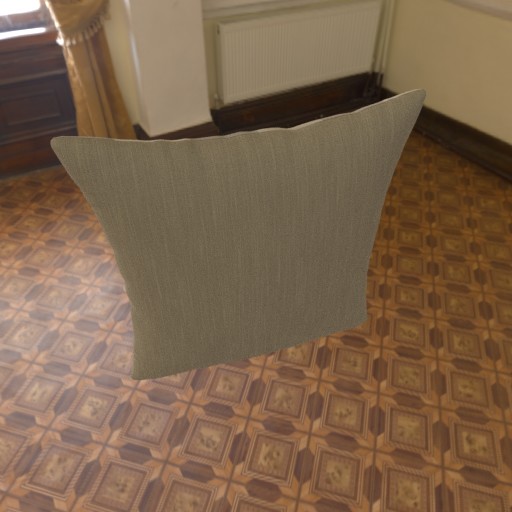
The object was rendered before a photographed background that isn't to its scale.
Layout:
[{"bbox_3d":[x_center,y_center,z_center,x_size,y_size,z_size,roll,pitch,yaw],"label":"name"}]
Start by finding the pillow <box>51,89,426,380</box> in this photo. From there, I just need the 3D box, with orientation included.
[{"bbox_3d":[0.000,0.000,0.749,0.511,0.509,0.161,-12,43,-13],"label":"pillow"}]
